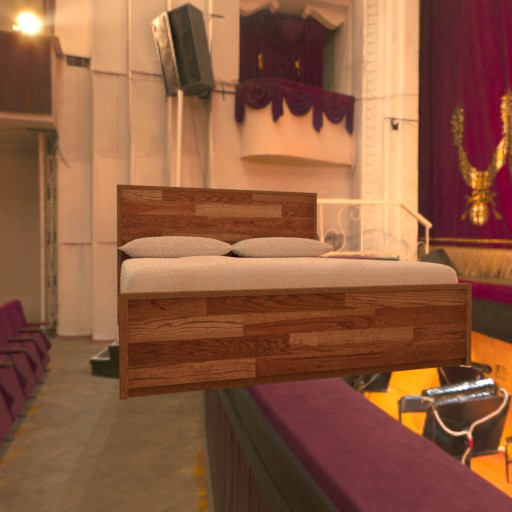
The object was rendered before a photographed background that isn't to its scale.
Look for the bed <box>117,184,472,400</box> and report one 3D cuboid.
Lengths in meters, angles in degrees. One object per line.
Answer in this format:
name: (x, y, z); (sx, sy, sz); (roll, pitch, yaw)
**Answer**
bed: (0.000, 0.000, 3.379); (2.013, 1.295, 2.184); (0, 1, -18)
